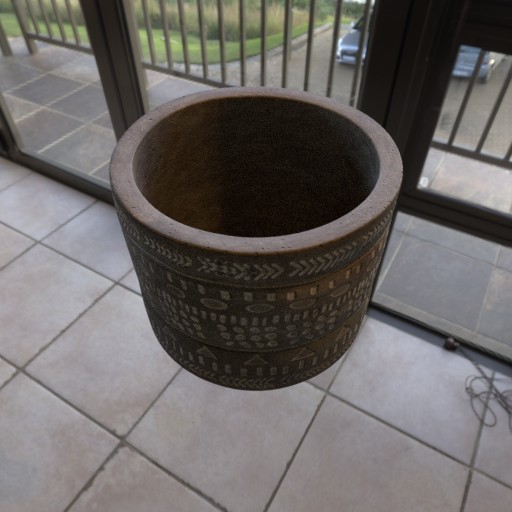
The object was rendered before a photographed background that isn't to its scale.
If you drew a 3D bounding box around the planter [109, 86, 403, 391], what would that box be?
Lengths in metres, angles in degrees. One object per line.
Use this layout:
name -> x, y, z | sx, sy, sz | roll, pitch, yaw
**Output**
planter -> 0.000, 0.000, 0.270 | 0.142, 0.149, 0.142 | 0, 46, 0
